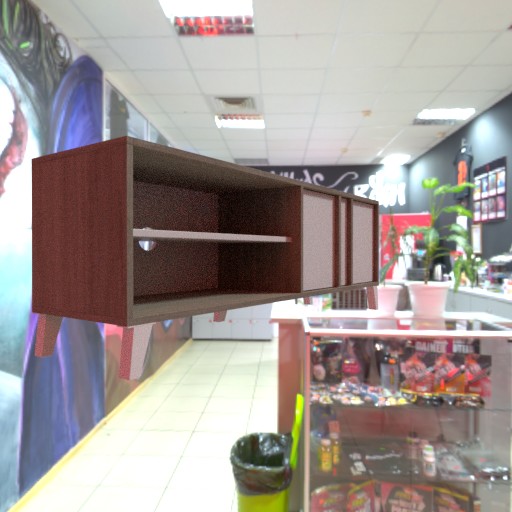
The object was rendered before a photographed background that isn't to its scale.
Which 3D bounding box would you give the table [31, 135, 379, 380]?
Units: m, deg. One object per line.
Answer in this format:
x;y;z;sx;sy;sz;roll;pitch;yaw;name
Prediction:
0.000;0.000;1.679;0.400;0.530;1.500;0;1;36;table
